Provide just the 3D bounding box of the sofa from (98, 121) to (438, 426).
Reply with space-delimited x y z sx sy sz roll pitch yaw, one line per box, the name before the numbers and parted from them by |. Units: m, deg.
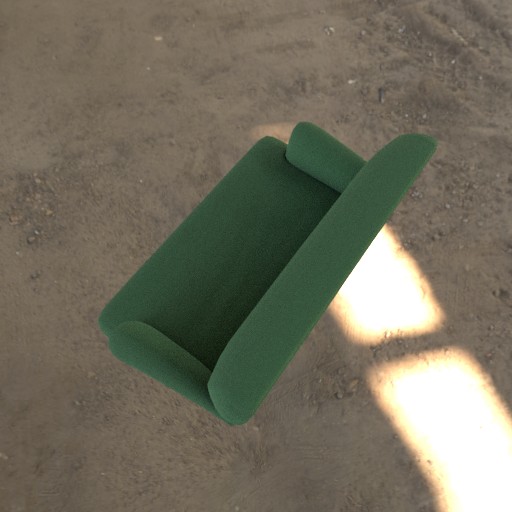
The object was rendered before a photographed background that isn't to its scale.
sofa | 0.000 0.000 1.840 0.779 0.889 1.297 33 68 15
